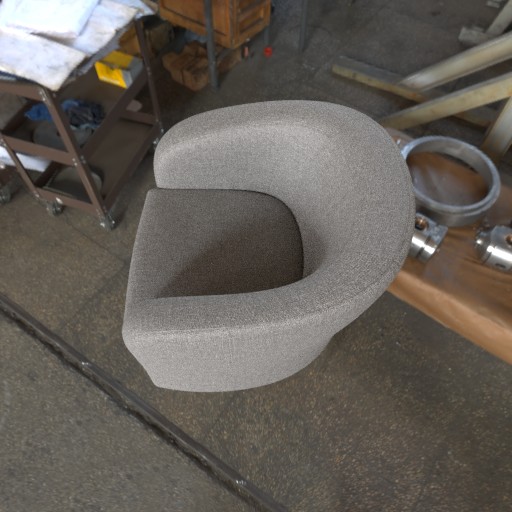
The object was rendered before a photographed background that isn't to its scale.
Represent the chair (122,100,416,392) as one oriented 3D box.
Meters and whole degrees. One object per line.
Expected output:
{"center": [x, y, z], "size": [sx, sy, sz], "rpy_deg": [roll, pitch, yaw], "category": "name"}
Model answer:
{"center": [0.000, 0.000, 1.458], "size": [0.815, 0.771, 0.791], "rpy_deg": [1, 58, 0], "category": "chair"}
